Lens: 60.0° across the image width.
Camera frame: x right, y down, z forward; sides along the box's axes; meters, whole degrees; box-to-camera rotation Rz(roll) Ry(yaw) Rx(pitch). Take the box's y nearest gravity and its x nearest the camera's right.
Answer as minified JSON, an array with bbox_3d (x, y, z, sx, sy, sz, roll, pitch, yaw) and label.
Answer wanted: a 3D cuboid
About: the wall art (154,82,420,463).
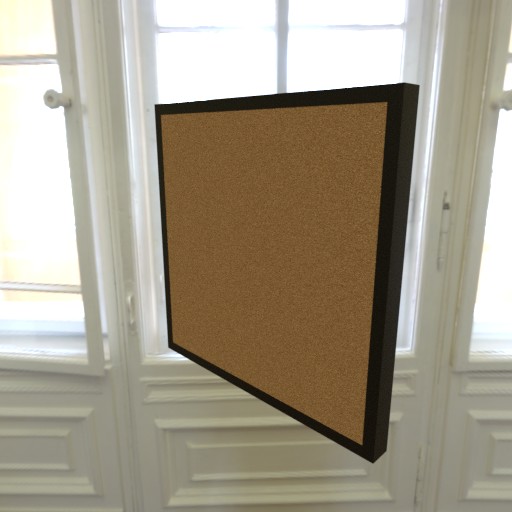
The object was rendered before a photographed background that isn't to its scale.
[{"bbox_3d":[0.000,0.000,0.749,0.508,0.508,0.038,15,21,43],"label":"wall art"}]
